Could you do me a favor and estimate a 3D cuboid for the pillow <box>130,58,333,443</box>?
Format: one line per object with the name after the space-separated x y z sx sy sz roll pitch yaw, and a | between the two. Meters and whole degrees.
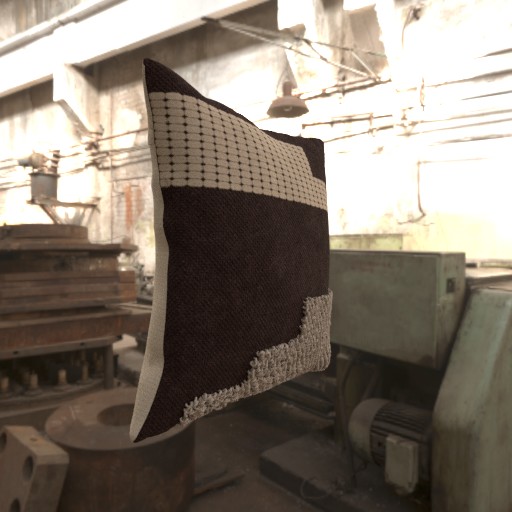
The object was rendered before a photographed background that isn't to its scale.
0.000 0.000 0.718 0.178 0.473 0.475 1 1 36 | pillow
